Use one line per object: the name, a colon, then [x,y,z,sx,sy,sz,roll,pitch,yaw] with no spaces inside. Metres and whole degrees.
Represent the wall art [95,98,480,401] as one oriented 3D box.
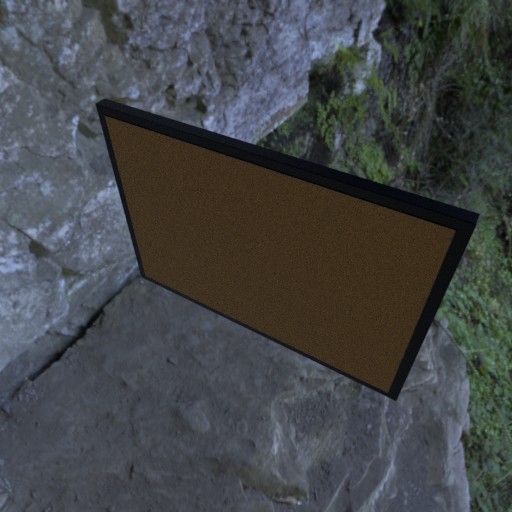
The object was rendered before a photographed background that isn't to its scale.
wall art: [0.000,0.000,0.843,0.657,0.458,0.027,22,49,21]
